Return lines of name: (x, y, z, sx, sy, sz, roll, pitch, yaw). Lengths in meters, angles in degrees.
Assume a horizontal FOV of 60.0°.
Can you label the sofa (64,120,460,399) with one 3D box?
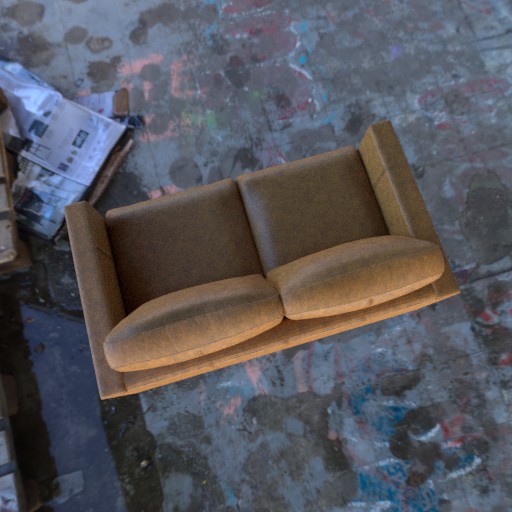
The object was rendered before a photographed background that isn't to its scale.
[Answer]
sofa: (0.000, 0.000, 2.157, 1.578, 0.951, 0.909, -16, 76, -4)
